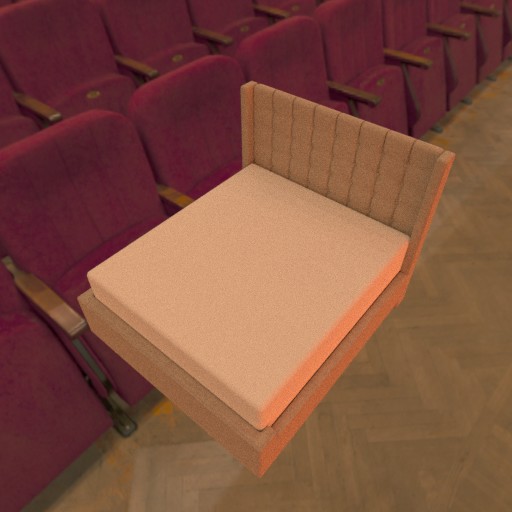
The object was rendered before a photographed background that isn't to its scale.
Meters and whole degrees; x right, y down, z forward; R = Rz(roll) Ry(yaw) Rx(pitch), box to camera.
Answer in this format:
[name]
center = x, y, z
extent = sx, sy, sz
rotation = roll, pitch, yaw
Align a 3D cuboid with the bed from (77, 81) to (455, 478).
[bed]
center = 0.000, 0.000, 3.806
extent = 2.045, 1.743, 2.370
rotation = 30, 52, 27
